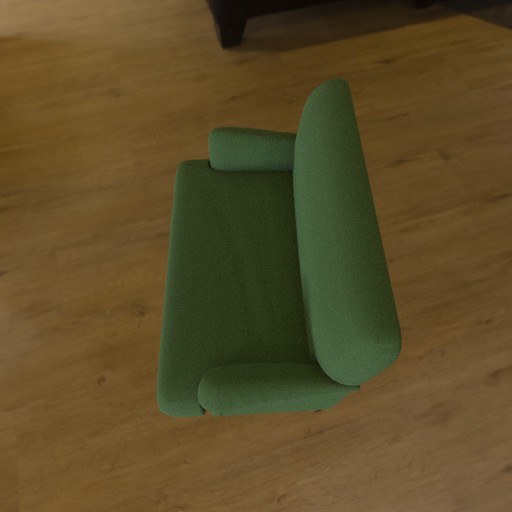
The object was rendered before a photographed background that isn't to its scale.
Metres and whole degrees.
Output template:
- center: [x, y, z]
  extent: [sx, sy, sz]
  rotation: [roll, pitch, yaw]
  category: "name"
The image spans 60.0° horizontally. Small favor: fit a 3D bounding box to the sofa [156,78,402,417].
- center: [0.000, 0.000, 1.859]
  extent: [0.779, 0.889, 1.297]
  rotation: [-1, 58, -1]
  category: "sofa"
